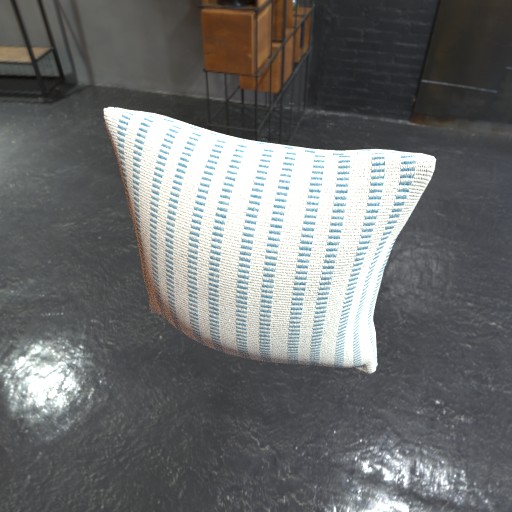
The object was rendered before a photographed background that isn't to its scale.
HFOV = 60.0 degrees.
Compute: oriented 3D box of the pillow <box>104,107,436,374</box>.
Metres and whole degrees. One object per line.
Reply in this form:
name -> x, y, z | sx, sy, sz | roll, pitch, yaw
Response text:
pillow -> 0.000, 0.000, 0.685 | 0.438, 0.419, 0.247 | 13, 43, 14
